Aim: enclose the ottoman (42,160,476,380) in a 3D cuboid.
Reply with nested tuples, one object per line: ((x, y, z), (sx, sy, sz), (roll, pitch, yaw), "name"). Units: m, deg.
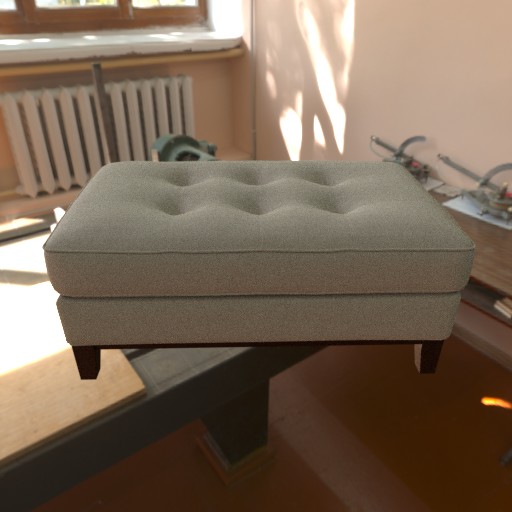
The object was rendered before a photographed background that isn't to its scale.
((0.000, 0.000, 1.488), (1.143, 0.508, 0.648), (-1, 31, -1), "ottoman")
